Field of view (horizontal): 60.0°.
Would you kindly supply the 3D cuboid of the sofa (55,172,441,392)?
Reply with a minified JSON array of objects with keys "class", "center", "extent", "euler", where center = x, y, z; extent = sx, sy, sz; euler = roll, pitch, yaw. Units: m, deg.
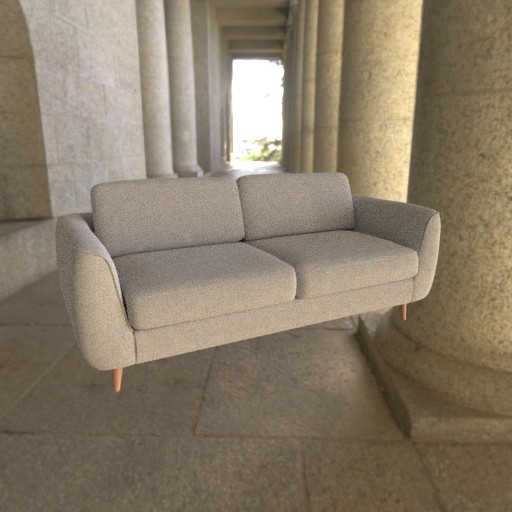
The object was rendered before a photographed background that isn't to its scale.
[{"class":"sofa","center":[0.000,0.000,2.467],"extent":[2.000,0.850,0.920],"euler":[-8,17,-26]}]
